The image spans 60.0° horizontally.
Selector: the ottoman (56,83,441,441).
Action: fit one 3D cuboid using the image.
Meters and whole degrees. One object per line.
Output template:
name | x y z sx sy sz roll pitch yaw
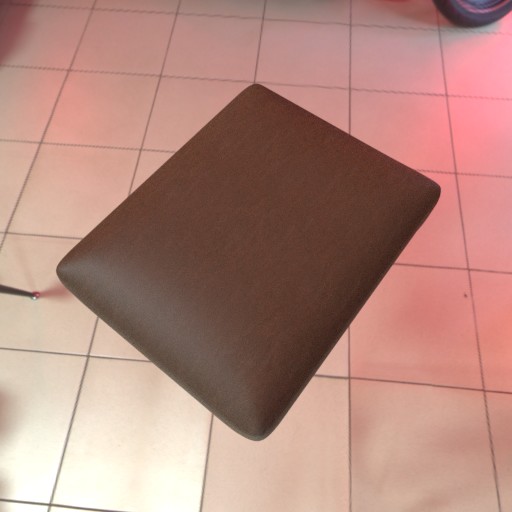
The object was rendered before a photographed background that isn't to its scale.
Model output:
ottoman | 0.000 0.000 1.227 0.635 0.508 0.787 35 69 16
